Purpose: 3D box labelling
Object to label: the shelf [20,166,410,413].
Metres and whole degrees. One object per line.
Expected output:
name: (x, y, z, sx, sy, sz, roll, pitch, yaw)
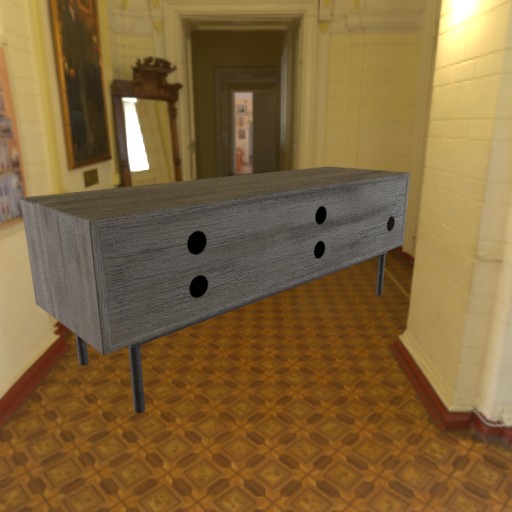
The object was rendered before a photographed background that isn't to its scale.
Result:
shelf: (0.000, 0.000, 1.500, 1.300, 0.495, 0.400, -15, 22, -42)
